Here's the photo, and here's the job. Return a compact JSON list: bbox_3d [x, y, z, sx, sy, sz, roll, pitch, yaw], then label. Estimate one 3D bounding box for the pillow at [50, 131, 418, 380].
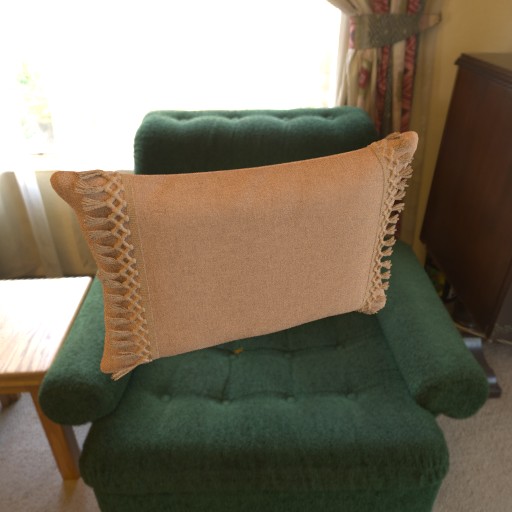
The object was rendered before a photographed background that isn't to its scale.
[{"bbox_3d":[0.000,0.000,0.612,0.466,0.305,0.084,-10,33,-16],"label":"pillow"}]
